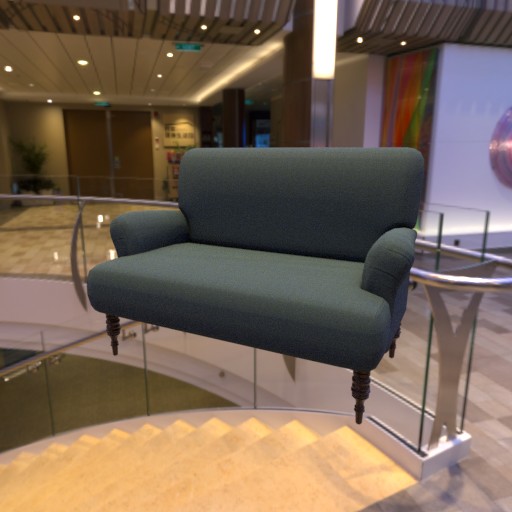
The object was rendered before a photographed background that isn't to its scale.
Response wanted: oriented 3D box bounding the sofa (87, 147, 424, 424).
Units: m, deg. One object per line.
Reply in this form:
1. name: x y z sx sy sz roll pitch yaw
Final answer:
1. sofa: 0.000 0.000 1.862 1.297 0.889 0.779 7 15 27
